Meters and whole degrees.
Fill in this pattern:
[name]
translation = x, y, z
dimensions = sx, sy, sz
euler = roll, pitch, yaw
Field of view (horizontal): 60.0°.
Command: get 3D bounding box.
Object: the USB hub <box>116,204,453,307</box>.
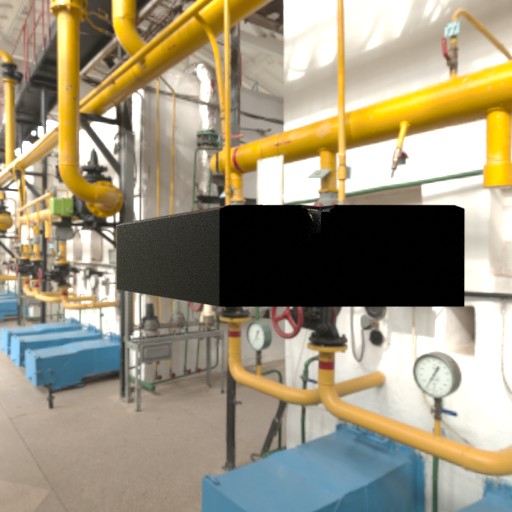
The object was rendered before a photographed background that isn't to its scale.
[USB hub]
translation = 0.000, 0.000, 0.126
dimensions = 0.044, 0.023, 0.110
euler = 0, 0, -37
